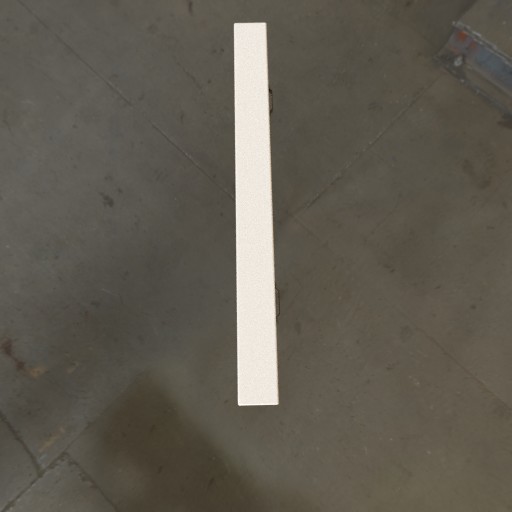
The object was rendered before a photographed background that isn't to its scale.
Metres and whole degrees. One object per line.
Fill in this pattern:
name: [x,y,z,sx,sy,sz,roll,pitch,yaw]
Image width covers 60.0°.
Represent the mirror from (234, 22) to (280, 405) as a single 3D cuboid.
mirror: [0.000,0.000,0.688,0.041,0.508,0.405,-1,75,0]
